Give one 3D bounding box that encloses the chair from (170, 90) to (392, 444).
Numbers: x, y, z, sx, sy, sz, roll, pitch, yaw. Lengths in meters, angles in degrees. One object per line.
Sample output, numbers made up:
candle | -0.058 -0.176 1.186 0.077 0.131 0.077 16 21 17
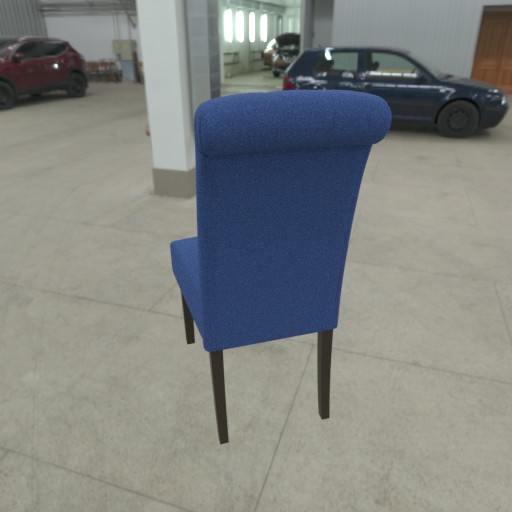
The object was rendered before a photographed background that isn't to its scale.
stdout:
chair | 0.000 0.000 1.354 0.456 1.006 0.671 -8 27 -15
